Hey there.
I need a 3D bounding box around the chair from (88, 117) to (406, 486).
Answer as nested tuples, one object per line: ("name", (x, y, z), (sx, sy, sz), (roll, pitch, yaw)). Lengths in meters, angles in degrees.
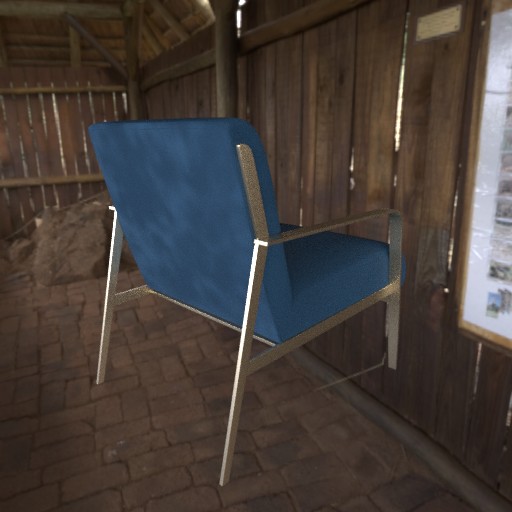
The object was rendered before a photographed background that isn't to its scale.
("chair", (0.000, 0.000, 1.432), (0.692, 0.831, 0.859), (15, 21, 43))
